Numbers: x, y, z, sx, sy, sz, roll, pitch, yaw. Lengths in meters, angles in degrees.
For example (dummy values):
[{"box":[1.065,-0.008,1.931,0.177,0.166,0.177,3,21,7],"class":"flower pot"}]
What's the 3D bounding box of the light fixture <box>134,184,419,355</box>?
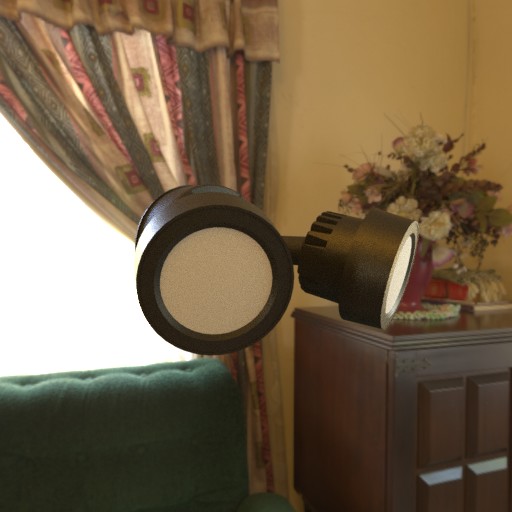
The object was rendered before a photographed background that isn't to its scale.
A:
[{"box":[0.000,0.000,0.307,0.213,0.120,0.168,0,0,-37],"class":"light fixture"}]
